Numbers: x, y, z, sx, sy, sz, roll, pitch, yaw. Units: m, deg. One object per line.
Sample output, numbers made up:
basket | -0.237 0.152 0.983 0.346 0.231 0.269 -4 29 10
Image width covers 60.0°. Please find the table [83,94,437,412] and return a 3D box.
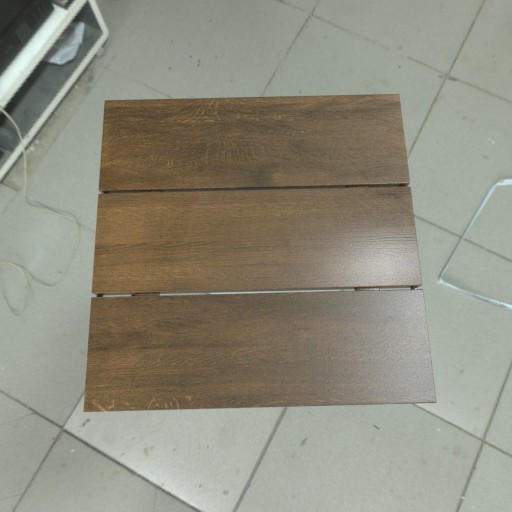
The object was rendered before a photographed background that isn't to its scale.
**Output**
table | 0.000 0.000 1.434 0.900 0.400 0.900 -1 76 0
